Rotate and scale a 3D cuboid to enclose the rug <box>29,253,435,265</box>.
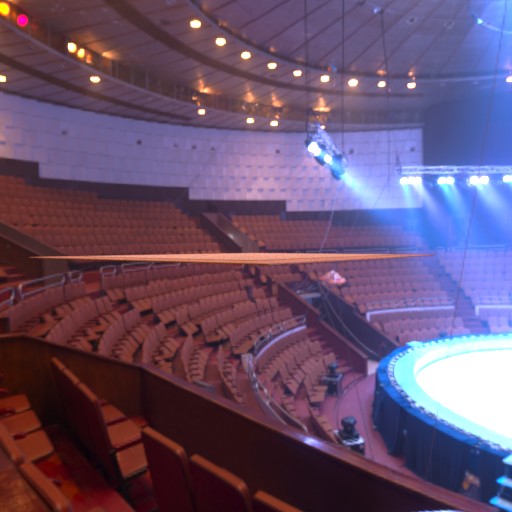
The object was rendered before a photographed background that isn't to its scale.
[{"bbox_3d":[0.000,0.000,4.181,2.438,0.014,3.048,1,1,37],"label":"rug"}]
